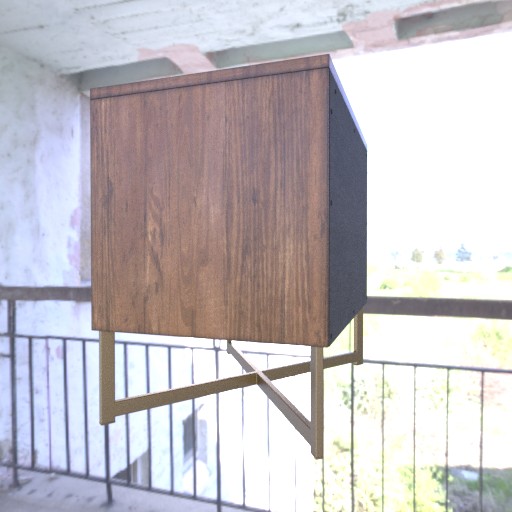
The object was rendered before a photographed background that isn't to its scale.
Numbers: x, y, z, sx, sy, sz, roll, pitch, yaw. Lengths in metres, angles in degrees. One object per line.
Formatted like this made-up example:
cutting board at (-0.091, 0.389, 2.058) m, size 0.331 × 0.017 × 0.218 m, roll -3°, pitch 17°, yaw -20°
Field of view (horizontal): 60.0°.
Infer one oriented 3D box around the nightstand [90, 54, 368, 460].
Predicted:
nightstand at (0.000, 0.000, 1.021) m, size 0.446 × 0.610 × 0.610 m, roll 0°, pitch 1°, yaw 19°
